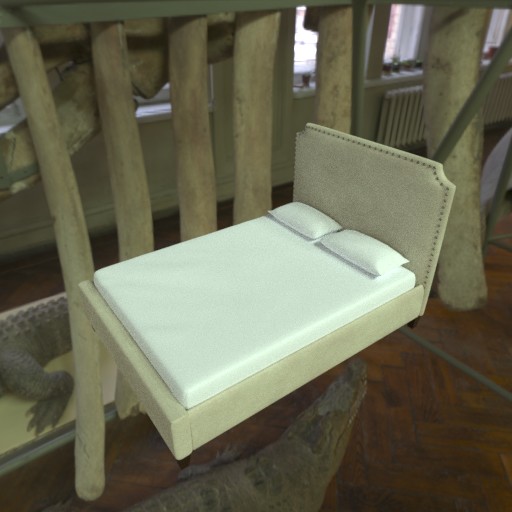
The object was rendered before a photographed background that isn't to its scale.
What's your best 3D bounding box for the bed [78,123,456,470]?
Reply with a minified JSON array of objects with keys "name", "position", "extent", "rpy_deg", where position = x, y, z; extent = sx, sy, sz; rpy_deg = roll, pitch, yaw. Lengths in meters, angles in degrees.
[{"name":"bed","position":[0.000,0.000,3.472],"extent":[2.372,1.443,1.712],"rpy_deg":[-21,37,-30]}]
